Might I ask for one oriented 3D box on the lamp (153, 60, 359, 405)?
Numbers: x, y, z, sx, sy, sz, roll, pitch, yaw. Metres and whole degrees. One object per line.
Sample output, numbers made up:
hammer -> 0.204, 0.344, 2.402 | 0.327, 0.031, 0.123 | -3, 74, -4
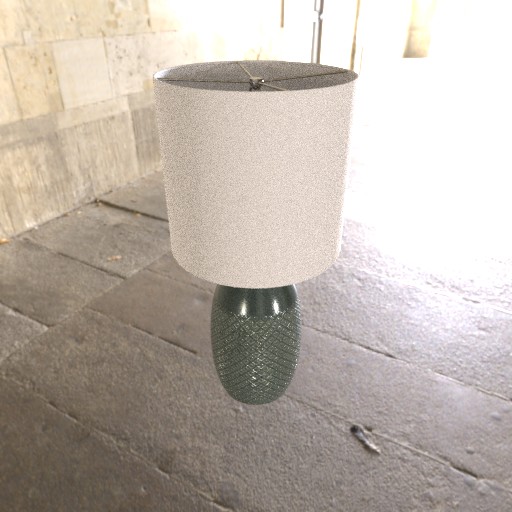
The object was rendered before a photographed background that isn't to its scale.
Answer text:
lamp -> 0.000, 0.000, 0.587 | 0.217, 0.453, 0.217 | -8, 31, -13
